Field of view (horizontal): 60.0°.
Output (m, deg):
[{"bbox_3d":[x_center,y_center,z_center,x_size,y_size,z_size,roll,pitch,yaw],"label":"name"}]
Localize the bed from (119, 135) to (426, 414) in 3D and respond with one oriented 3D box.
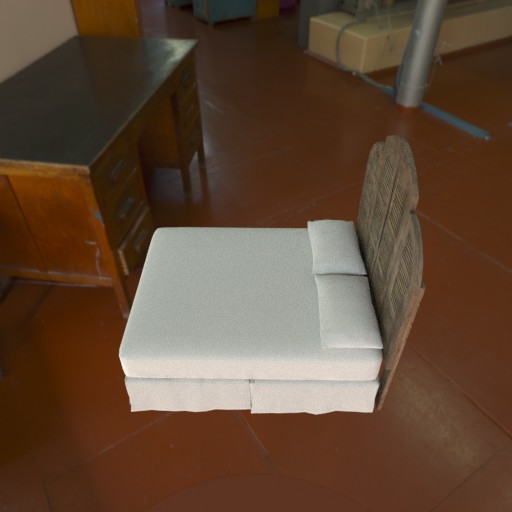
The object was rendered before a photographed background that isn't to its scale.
[{"bbox_3d":[0.000,0.000,3.645,2.138,2.019,1.713,1,42,1],"label":"bed"}]
